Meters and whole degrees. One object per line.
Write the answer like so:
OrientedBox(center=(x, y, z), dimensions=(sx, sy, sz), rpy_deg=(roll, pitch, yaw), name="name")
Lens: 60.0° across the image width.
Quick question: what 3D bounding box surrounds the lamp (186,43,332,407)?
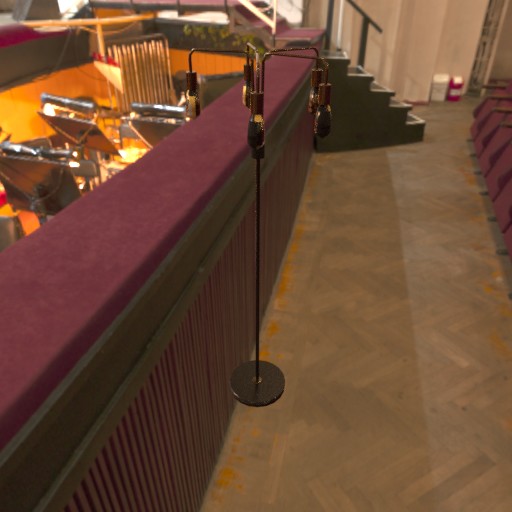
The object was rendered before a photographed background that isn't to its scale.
OrientedBox(center=(0.000, 0.000, 2.031), dimensions=(0.599, 1.721, 0.572), rpy_deg=(10, 33, 15), name="lamp")
